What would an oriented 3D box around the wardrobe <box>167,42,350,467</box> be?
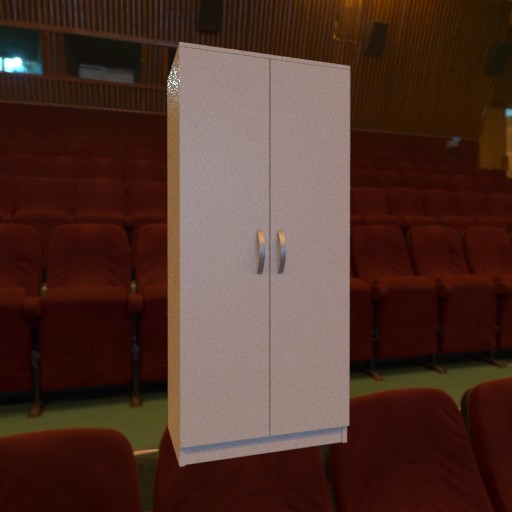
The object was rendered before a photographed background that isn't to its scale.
[{"bbox_3d":[0.000,0.000,2.065,0.760,1.700,0.470,0,1,-18],"label":"wardrobe"}]
